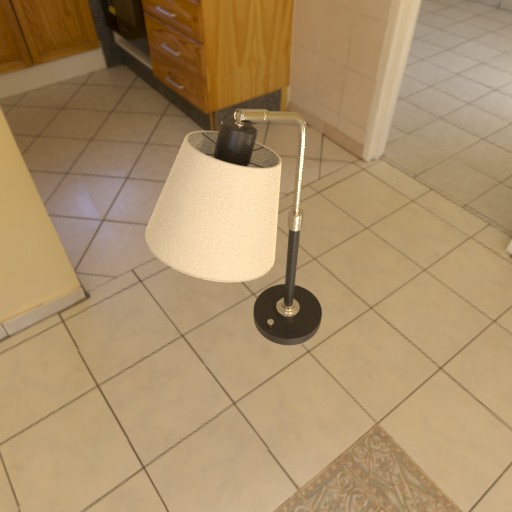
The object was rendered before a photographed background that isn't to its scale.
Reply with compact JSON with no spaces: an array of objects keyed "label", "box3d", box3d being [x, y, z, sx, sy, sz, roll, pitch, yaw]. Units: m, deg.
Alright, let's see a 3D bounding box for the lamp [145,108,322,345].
[{"label":"lamp","box3d":[0.000,0.000,0.727,0.181,0.539,0.348,34,55,28]}]
